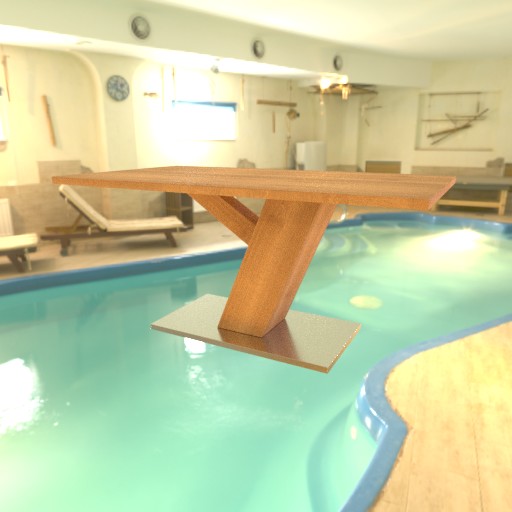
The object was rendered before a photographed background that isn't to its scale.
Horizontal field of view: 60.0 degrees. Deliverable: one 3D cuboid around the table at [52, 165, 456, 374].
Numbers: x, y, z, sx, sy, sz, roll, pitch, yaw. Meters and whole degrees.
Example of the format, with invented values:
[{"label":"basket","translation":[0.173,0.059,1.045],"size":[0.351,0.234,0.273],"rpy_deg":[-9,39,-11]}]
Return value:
[{"label":"table","translation":[0.000,0.000,2.107],"size":[1.600,0.750,0.900],"rpy_deg":[8,17,27]}]
